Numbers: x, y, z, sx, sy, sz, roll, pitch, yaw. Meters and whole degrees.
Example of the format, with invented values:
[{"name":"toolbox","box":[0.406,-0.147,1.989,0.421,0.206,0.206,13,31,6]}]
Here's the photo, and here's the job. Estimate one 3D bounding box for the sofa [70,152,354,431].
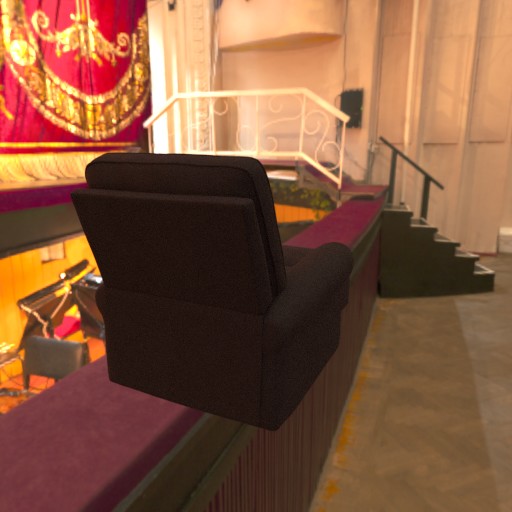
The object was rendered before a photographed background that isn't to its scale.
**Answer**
[{"name":"sofa","box":[0.000,0.000,2.067,0.880,0.959,1.478,7,16,26]}]
